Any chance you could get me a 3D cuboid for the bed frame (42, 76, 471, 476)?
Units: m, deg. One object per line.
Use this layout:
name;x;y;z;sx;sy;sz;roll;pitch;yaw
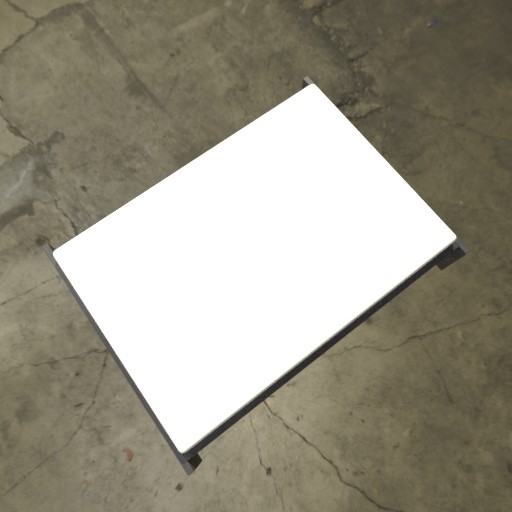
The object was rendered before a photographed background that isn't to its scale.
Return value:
bed frame;0.000;0.000;2.671;1.950;0.432;1.490;-36;76;-10
